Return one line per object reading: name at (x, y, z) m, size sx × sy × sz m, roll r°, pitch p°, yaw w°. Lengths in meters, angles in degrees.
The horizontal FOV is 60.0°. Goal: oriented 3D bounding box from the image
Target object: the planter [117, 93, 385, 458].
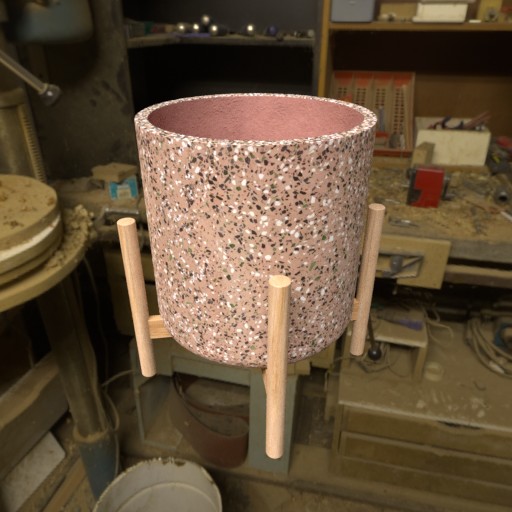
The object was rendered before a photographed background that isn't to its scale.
planter at (0.000, 0.000, 0.669) m, size 0.360 × 0.419 × 0.360 m, roll 7°, pitch 30°, yaw 12°
